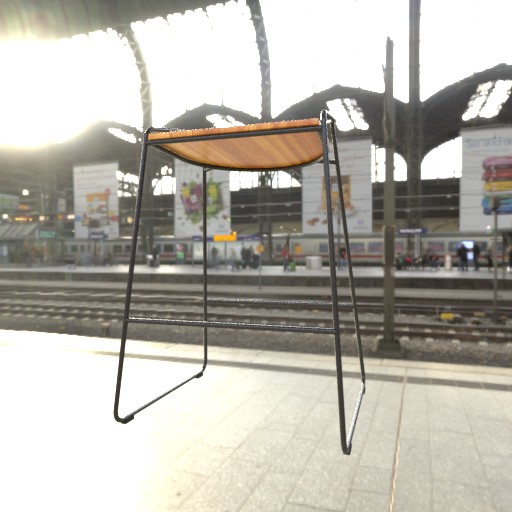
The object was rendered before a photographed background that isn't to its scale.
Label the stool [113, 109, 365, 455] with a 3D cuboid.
[{"bbox_3d":[0.000,0.000,1.198,0.546,0.812,0.521,0,0,18],"label":"stool"}]
